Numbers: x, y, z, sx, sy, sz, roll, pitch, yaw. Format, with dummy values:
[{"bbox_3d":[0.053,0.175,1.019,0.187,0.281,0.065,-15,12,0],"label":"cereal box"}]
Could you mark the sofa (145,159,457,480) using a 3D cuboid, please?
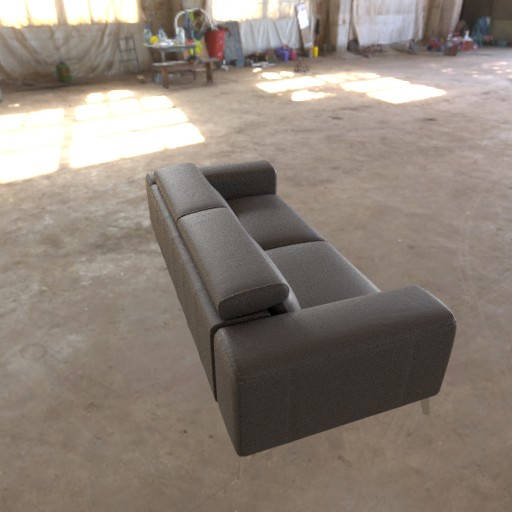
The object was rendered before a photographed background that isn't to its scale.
[{"bbox_3d":[0.000,0.000,2.752,1.023,0.759,2.321,-10,32,-17],"label":"sofa"}]
